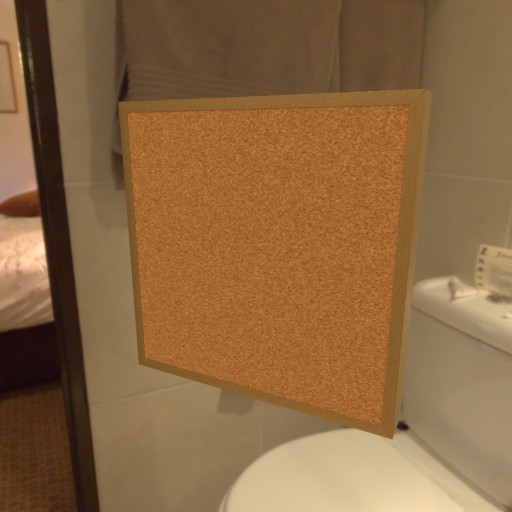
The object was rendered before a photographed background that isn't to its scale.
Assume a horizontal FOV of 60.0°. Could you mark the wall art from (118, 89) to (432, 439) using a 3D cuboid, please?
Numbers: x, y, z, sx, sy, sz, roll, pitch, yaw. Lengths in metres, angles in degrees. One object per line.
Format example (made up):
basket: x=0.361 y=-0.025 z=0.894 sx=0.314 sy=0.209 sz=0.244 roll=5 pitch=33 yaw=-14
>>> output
wall art: x=0.000 y=0.000 z=0.453 sx=0.304 sy=0.305 sz=0.038 roll=8 pitch=17 yaw=26
